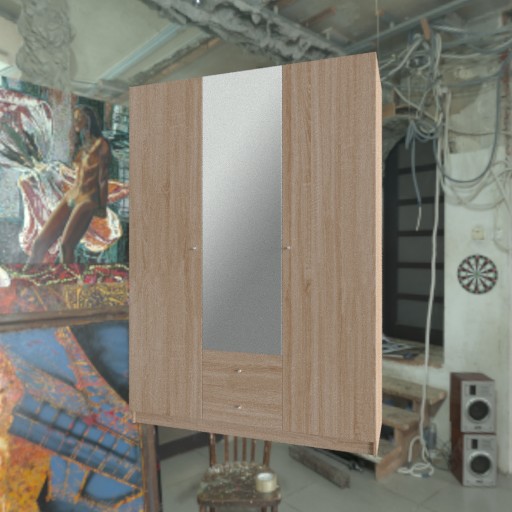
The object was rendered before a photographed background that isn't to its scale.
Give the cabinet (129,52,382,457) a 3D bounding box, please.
[{"bbox_3d":[0.000,0.000,2.797,1.500,2.120,0.590,0,0,19],"label":"cabinet"}]
